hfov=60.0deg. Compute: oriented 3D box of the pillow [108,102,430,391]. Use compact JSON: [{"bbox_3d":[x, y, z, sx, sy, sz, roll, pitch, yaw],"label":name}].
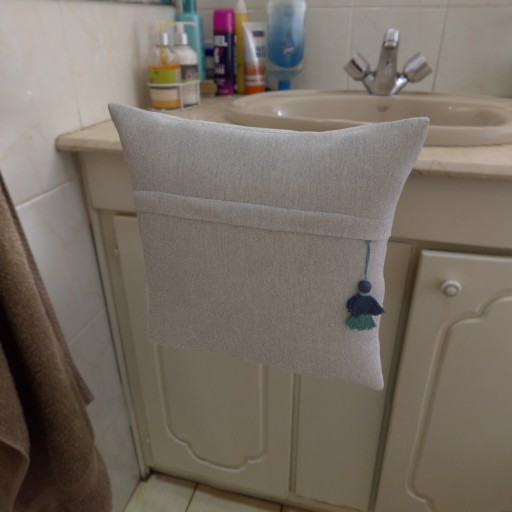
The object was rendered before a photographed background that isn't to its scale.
[{"bbox_3d":[0.000,0.000,0.681,0.433,0.436,0.173,8,28,15],"label":"pillow"}]
